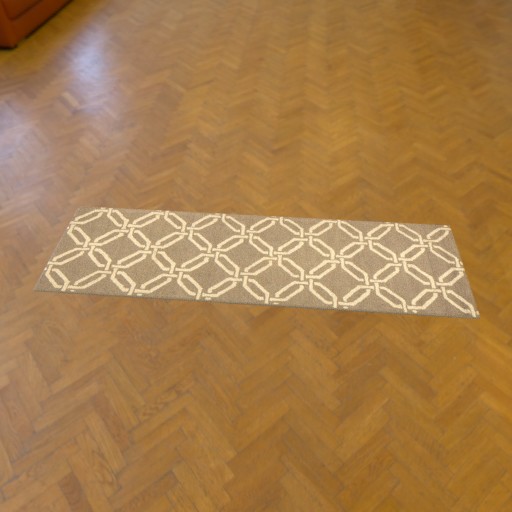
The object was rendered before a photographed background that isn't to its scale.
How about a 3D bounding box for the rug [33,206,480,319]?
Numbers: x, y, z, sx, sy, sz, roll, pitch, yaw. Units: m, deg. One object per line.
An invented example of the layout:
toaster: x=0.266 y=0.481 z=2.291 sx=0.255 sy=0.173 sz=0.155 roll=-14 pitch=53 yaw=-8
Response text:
rug: x=0.000 y=0.000 z=2.479 sx=2.276 sy=0.014 sz=0.678 roll=3 pitch=46 yaw=3
